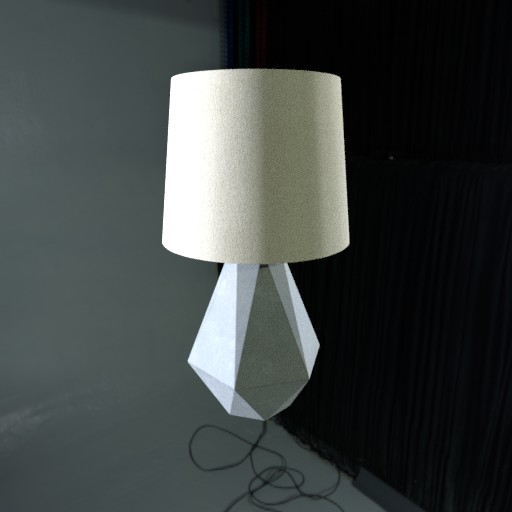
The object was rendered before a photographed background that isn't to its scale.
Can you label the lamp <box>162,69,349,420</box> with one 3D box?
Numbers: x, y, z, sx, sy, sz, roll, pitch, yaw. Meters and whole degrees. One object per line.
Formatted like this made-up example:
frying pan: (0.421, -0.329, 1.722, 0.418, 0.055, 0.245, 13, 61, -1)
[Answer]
lamp: (0.000, 0.000, 0.675, 0.276, 0.501, 0.276, 0, 16, 0)
